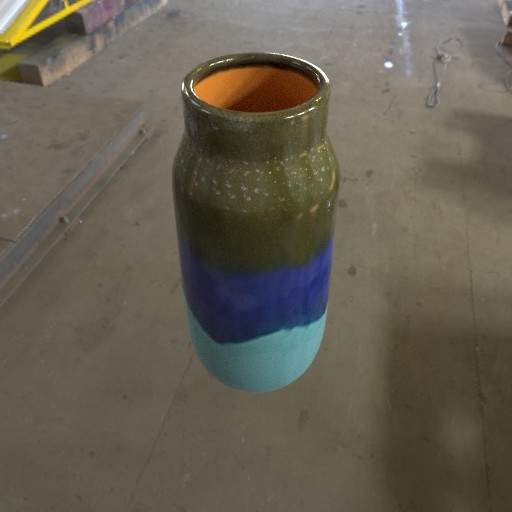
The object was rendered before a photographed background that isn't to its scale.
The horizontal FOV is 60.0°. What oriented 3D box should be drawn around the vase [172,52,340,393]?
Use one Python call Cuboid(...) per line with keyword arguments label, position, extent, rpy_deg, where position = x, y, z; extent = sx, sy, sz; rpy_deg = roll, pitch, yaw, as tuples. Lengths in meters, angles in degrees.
Cuboid(label="vase", position=(0.000, 0.000, 0.386), extent=(0.139, 0.313, 0.139), rpy_deg=(0, 46, 0))
